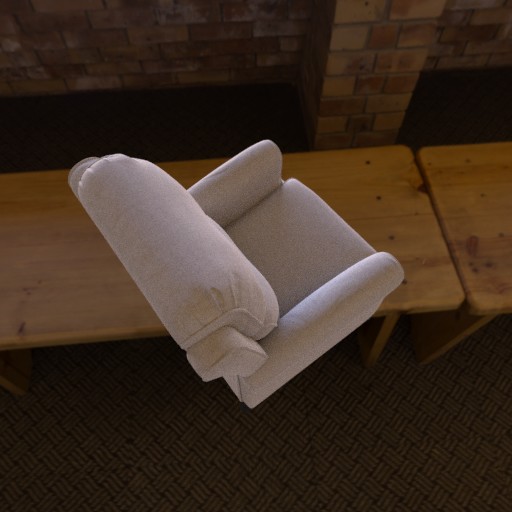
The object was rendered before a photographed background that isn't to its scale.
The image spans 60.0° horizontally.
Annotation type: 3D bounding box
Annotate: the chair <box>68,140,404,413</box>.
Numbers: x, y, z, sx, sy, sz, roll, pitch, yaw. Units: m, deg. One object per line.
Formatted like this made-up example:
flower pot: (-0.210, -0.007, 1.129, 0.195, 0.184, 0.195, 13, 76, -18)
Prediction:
chair: (0.000, 0.000, 1.726, 0.919, 1.046, 0.859, -33, 65, -18)
